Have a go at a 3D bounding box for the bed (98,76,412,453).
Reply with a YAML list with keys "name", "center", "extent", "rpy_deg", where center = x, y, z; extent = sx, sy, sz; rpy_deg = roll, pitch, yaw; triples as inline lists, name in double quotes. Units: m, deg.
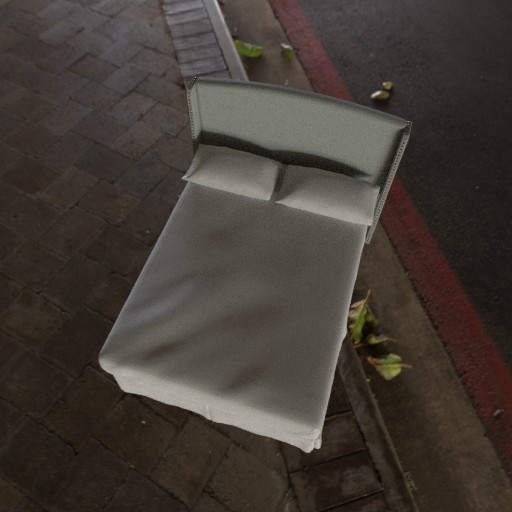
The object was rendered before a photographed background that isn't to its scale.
- name: "bed"
  center: [0.000, 0.000, 3.359]
  extent: [1.710, 1.407, 2.237]
  rpy_deg: [15, 60, 9]
